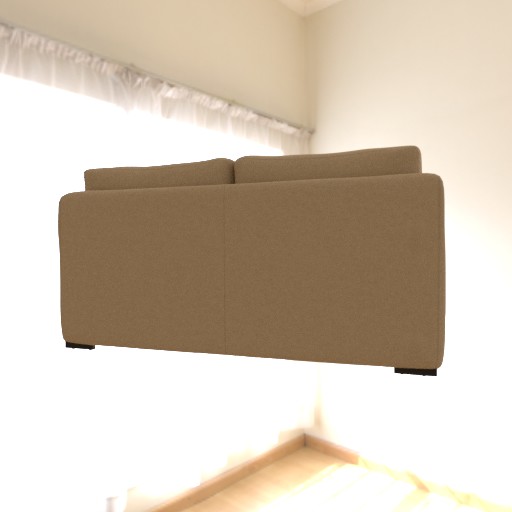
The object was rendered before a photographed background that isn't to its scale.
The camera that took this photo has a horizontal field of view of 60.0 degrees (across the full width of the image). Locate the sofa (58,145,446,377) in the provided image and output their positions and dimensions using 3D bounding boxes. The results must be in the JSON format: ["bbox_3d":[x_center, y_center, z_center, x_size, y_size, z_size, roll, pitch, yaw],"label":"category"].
[{"bbox_3d":[0.000,0.000,2.466,1.885,0.967,0.962,0,0,18],"label":"sofa"}]
